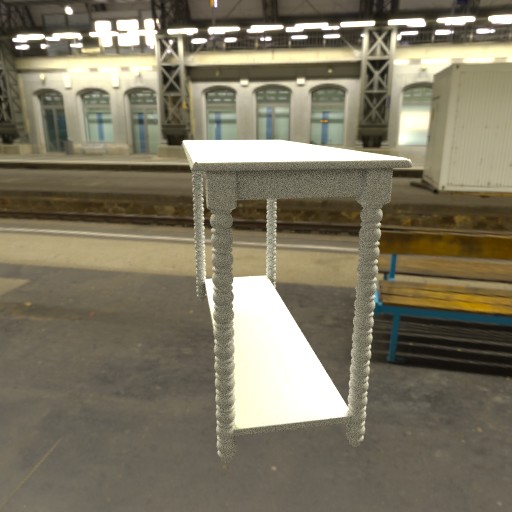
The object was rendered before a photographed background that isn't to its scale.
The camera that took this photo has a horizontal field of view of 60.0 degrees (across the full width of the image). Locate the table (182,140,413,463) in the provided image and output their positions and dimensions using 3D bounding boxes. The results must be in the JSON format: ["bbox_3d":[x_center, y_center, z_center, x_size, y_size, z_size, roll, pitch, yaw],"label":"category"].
[{"bbox_3d":[0.000,0.000,1.538,0.459,0.740,1.184,-3,17,-10],"label":"table"}]
